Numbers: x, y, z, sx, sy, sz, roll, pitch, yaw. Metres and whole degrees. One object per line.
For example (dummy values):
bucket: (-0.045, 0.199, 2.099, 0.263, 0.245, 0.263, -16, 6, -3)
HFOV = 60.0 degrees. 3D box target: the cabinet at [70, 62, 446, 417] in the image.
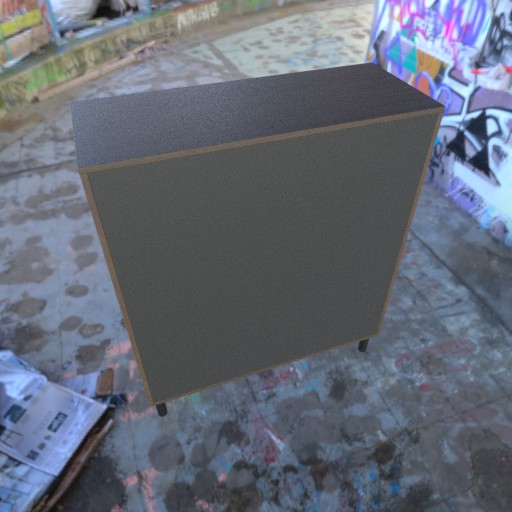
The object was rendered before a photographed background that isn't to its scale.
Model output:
cabinet: (0.000, 0.000, 1.666, 1.010, 1.170, 0.400, -14, 43, -15)
